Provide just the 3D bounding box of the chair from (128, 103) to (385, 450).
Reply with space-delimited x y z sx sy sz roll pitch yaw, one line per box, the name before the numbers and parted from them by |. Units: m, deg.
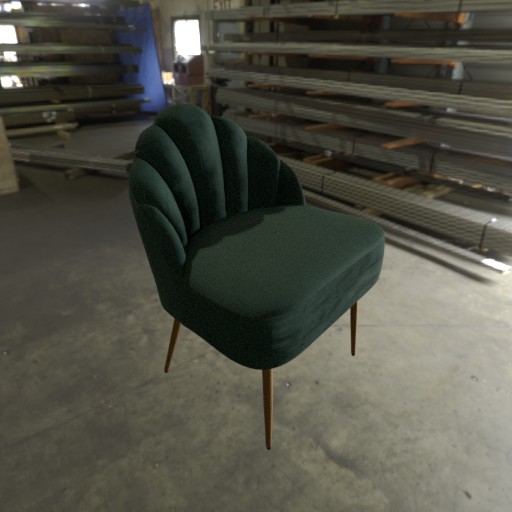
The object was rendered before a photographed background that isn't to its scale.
chair | 0.000 0.000 1.318 0.599 0.819 0.657 19 32 33
